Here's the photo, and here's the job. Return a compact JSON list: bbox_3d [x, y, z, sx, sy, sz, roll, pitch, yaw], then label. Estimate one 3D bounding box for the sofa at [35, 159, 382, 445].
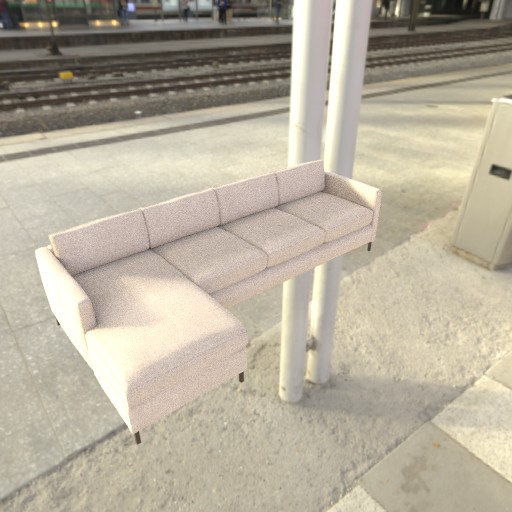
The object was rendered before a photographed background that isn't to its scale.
[{"bbox_3d":[0.000,0.000,3.540,2.923,0.816,1.469,-22,36,-33],"label":"sofa"}]
